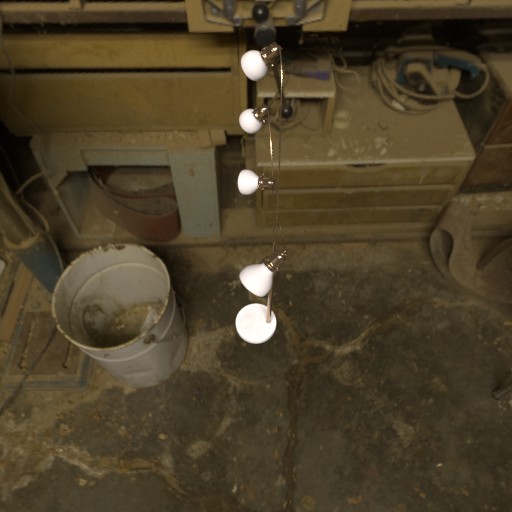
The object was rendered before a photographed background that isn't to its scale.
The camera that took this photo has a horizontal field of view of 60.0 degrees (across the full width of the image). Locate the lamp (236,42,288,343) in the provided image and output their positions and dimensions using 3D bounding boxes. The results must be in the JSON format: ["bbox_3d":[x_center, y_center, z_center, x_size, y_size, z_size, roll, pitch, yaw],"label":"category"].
[{"bbox_3d":[0.000,0.000,2.940,0.361,2.423,1.405,0,58,0],"label":"lamp"}]
